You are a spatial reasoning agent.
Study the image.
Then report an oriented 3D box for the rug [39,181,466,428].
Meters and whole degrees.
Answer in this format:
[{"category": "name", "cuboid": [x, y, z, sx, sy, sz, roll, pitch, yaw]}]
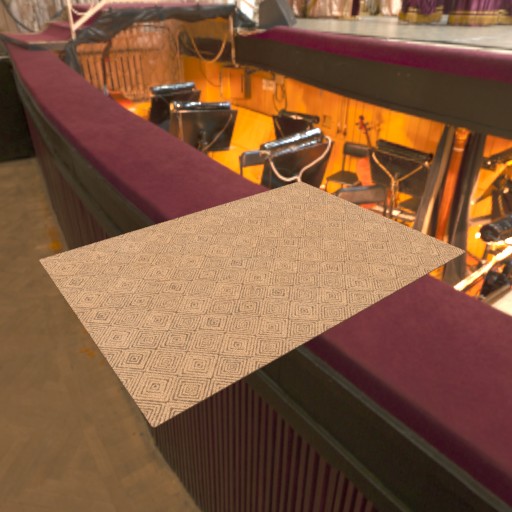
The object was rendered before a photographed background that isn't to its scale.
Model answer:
[{"category": "rug", "cuboid": [0.000, 0.000, 2.849, 2.238, 0.008, 1.593, -21, 37, -32]}]
